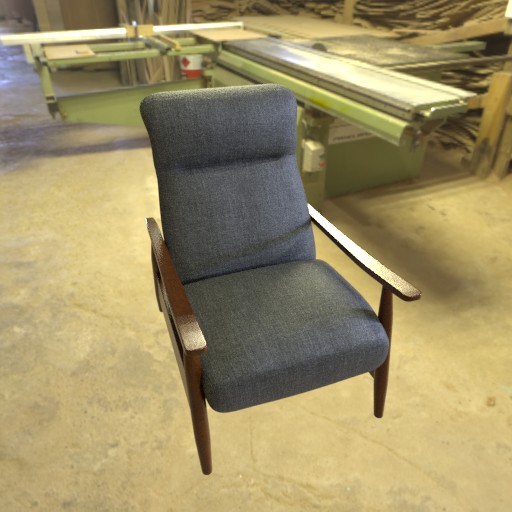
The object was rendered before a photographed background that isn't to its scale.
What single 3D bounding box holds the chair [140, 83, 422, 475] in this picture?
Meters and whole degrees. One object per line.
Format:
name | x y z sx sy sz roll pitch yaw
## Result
chair | 0.000 0.000 1.745 0.762 1.082 1.030 -11 34 -16
